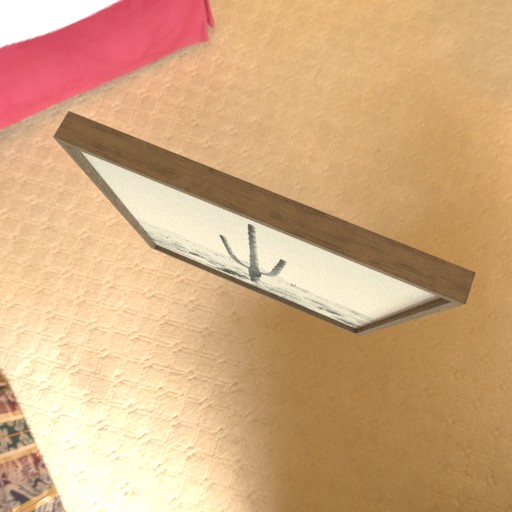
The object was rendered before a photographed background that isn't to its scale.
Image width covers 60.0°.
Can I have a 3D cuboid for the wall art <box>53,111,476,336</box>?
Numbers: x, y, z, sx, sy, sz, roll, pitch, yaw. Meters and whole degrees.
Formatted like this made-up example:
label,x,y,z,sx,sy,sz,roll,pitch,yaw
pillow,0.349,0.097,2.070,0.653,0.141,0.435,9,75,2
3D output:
label,x,y,z,sx,sy,sz,roll,pitch,yaw
wall art,0.000,0.000,0.753,0.508,0.508,0.038,22,77,5
